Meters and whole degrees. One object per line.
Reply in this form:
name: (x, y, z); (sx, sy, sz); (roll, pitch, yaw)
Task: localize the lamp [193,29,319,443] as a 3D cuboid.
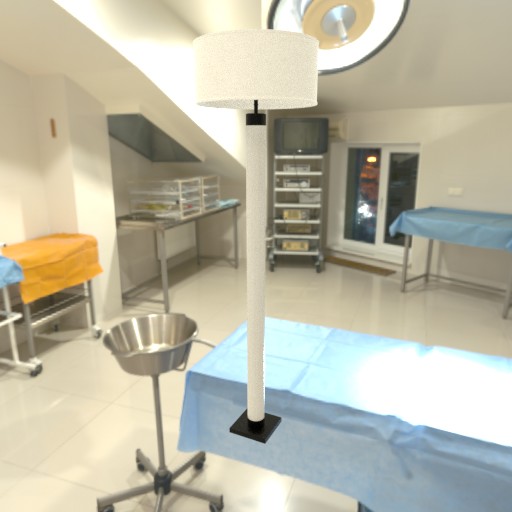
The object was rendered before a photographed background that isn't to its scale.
lamp: (0.000, 0.000, 1.660); (0.420, 1.475, 0.420); (7, 16, 26)
